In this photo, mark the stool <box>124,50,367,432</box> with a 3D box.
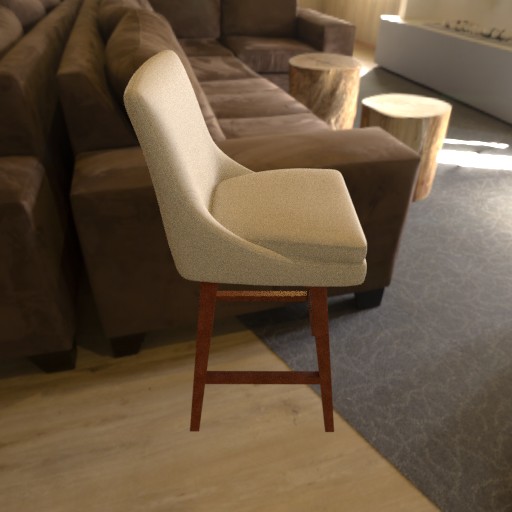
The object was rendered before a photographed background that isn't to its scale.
[{"bbox_3d":[0.000,0.000,1.347,0.559,1.092,0.470,0,35,0],"label":"stool"}]
